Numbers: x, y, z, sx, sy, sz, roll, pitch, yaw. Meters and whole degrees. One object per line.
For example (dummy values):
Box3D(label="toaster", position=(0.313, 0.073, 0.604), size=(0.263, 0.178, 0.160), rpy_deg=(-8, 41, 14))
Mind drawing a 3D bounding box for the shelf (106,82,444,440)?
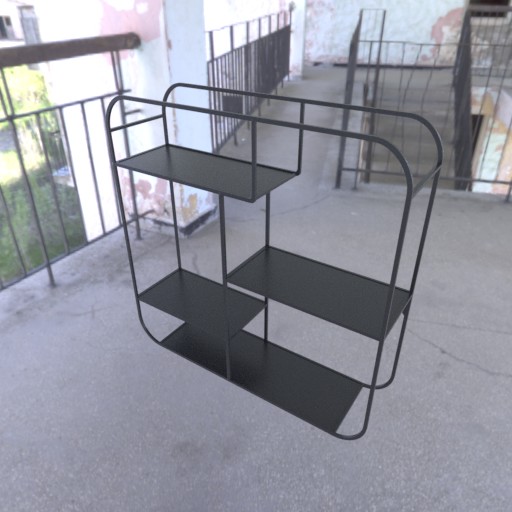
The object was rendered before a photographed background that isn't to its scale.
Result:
Box3D(label="shelf", position=(0.000, 0.000, 0.902), size=(0.600, 0.600, 0.160), rpy_deg=(19, 36, 28))
